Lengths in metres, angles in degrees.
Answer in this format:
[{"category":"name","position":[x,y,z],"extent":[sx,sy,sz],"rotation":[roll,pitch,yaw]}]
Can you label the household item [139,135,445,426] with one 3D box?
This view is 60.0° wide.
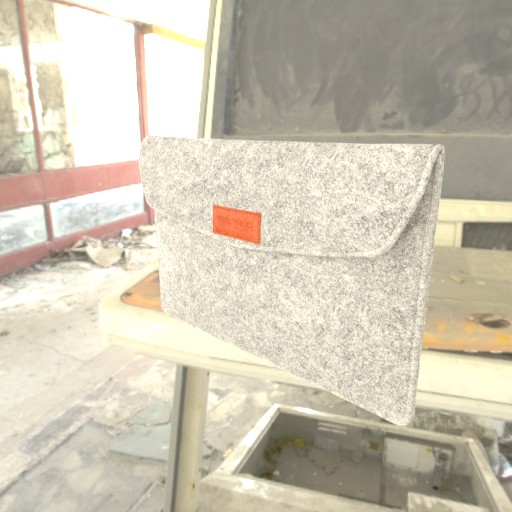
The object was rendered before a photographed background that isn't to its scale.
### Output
[{"category":"household item","position":[0.000,0.000,0.430],"extent":[0.335,0.221,0.057],"rotation":[15,22,41]}]
